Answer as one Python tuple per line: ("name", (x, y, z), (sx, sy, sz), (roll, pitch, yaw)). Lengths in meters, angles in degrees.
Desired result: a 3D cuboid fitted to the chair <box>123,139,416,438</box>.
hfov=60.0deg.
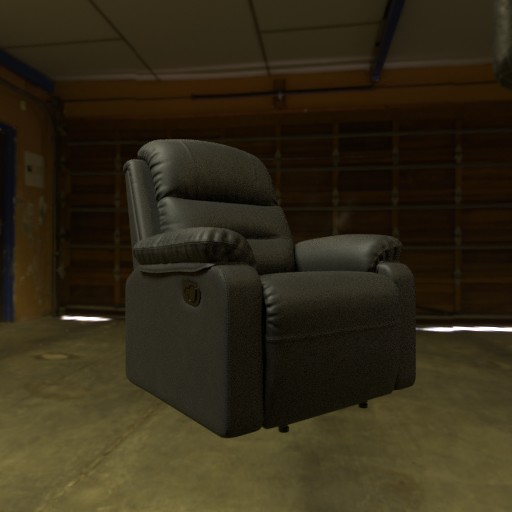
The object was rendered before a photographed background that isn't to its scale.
("chair", (0.000, 0.000, 1.654), (0.855, 0.992, 0.919), (0, 0, -36))
